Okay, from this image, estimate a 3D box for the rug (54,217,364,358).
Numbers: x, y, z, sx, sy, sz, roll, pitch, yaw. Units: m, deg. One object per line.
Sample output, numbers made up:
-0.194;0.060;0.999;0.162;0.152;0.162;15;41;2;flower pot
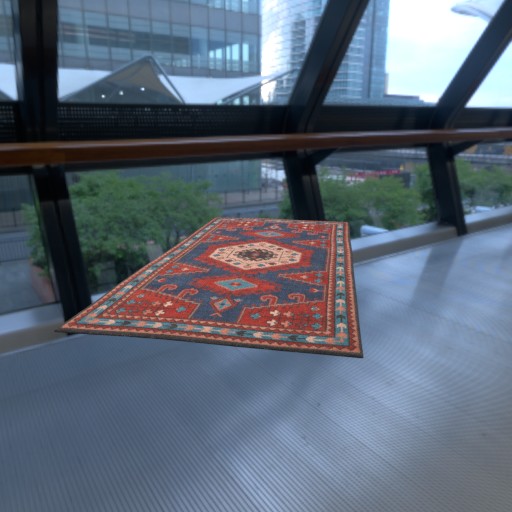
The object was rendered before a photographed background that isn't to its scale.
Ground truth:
0.000;0.000;3.532;1.522;0.034;3.032;3;16;10;rug
